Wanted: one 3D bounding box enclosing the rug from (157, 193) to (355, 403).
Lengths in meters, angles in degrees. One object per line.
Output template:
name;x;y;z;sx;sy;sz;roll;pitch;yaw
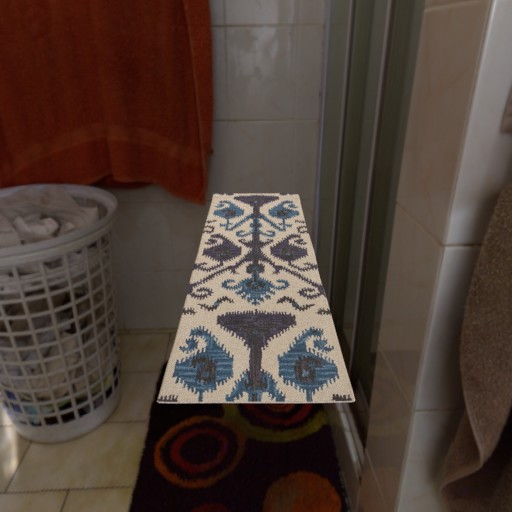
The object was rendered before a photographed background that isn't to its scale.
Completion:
rug;0.000;0.000;2.567;0.692;0.017;2.301;0;26;0
